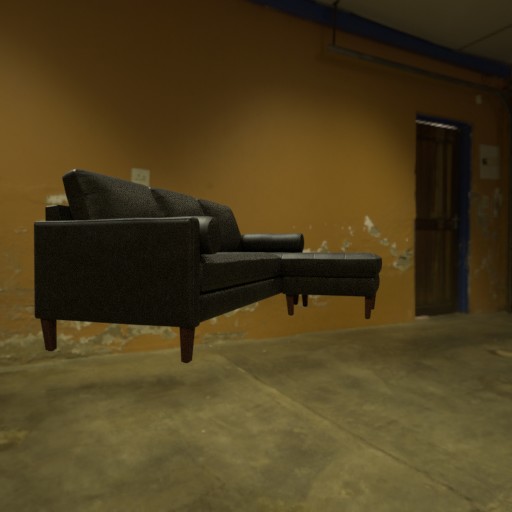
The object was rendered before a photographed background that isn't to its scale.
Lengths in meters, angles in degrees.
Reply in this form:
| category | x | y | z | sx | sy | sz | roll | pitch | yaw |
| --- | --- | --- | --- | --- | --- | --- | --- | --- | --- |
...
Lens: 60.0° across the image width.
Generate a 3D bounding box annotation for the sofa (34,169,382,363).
| category | x | y | z | sx | sy | sz | roll | pitch | yaw |
| --- | --- | --- | --- | --- | --- | --- | --- | --- | --- |
| sofa | 0.000 | 0.000 | 2.864 | 1.497 | 0.876 | 2.178 | 0 | 1 | 18 |
